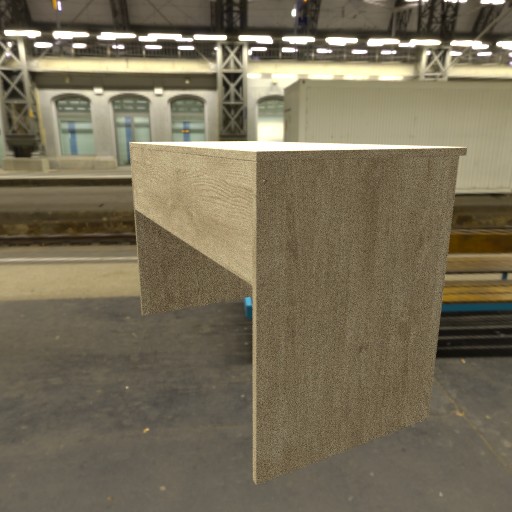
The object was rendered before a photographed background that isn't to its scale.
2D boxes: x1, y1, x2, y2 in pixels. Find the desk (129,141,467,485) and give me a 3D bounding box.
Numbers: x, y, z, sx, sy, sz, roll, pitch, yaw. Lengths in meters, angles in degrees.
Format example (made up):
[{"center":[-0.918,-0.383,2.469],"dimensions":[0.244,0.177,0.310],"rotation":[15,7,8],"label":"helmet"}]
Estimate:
[{"center":[0.000,0.000,1.493],"dimensions":[0.560,0.730,1.100],"rotation":[-8,17,-26],"label":"desk"}]
